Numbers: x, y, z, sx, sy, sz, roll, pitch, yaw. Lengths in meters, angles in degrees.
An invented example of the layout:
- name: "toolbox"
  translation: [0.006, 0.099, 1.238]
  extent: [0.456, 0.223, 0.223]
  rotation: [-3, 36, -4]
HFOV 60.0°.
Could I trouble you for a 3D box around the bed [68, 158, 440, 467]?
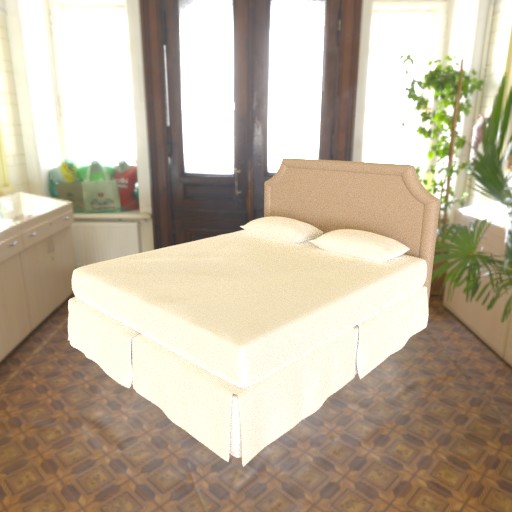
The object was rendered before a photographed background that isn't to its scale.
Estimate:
- name: "bed"
  translation: [0.000, 0.000, 4.090]
  extent: [2.350, 1.590, 2.773]
  rotation: [15, 22, 42]
